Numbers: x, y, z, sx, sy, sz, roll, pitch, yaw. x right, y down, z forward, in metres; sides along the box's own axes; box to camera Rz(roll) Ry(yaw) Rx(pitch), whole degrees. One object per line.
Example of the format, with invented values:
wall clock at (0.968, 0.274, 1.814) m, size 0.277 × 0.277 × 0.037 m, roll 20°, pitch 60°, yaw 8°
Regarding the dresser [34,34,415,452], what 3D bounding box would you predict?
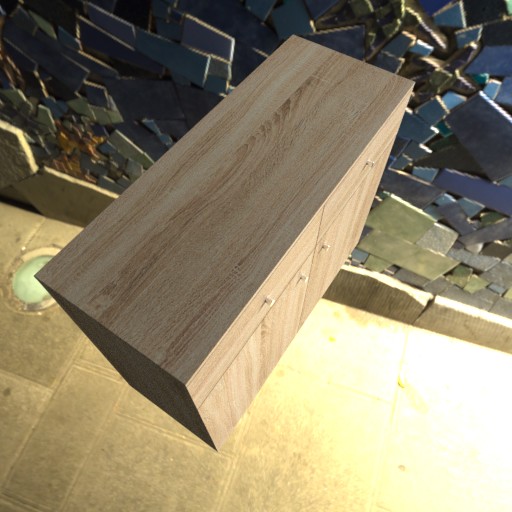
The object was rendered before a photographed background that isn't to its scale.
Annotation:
dresser at (0.000, 0.000, 1.540) m, size 0.450 × 0.900 × 1.100 m, roll 30°, pitch 63°, yaw 17°
